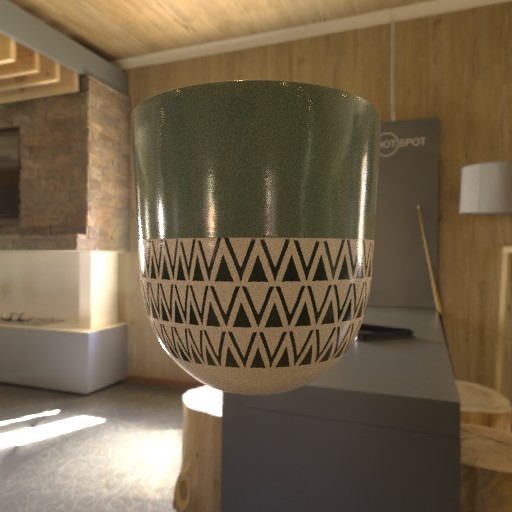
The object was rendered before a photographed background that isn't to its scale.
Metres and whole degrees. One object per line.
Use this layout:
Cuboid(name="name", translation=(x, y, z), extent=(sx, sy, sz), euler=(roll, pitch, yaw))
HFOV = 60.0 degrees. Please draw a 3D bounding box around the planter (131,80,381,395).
Cuboid(name="planter", translation=(0.000, 0.000, 0.366), extent=(0.198, 0.214, 0.198), euler=(0, 1, 0))
